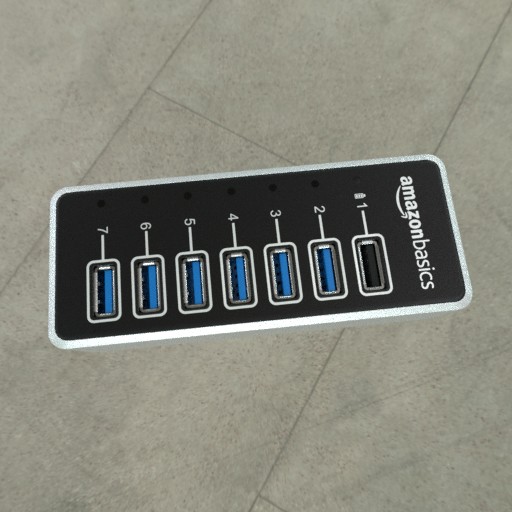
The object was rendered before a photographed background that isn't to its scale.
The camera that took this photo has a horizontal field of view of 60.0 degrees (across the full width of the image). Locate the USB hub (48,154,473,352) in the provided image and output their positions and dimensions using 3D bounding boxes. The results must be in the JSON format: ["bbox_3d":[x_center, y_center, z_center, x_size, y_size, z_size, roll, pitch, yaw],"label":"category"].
[{"bbox_3d":[0.000,0.000,0.128,0.110,0.023,0.044,-6,76,-1],"label":"USB hub"}]
